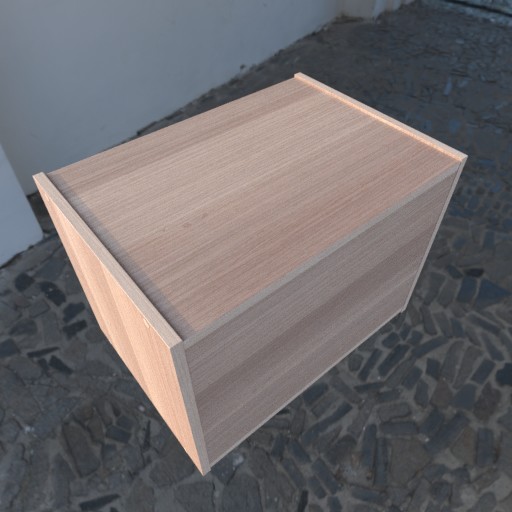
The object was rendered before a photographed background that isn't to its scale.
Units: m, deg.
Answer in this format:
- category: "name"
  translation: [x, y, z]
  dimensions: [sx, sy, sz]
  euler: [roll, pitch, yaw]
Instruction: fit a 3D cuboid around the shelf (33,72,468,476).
- category: "shelf"
  translation: [0.000, 0.000, 0.624]
  dimensions: [0.415, 0.305, 0.290]
  euler: [-31, 54, -26]
